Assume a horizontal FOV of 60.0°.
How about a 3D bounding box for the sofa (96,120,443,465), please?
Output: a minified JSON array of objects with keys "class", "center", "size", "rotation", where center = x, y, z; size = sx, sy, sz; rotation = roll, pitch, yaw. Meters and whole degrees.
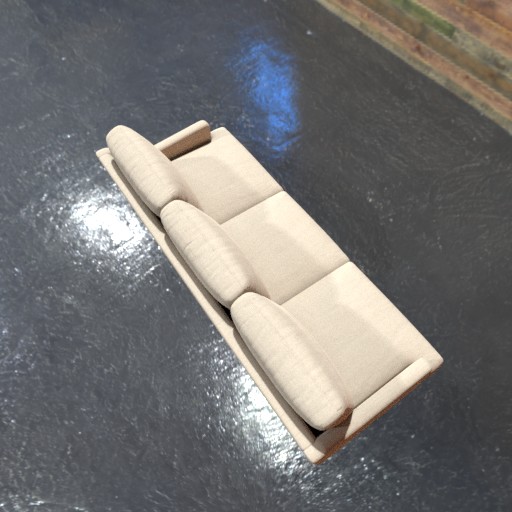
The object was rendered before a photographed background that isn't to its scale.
[{"class":"sofa","center":[0.000,0.000,2.790],"size":[1.000,0.913,2.321],"rotation":[-31,63,-17]}]
